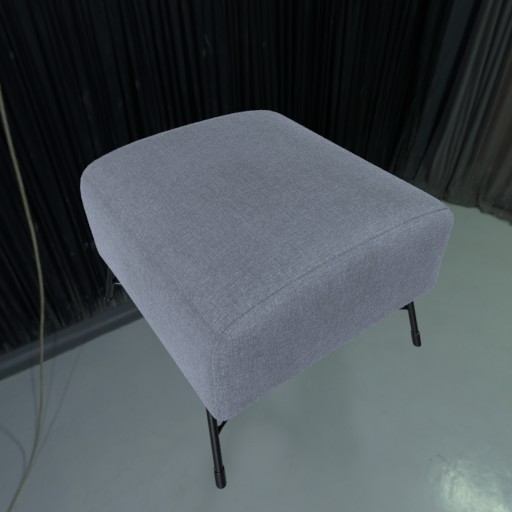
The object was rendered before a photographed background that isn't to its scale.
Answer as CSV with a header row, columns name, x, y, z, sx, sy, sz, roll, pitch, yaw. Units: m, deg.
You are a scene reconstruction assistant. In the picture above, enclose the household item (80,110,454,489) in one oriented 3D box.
name,x,y,z,sx,sy,sz,roll,pitch,yaw
household item,0.000,0.000,0.893,0.530,0.410,0.530,-25,47,-26
